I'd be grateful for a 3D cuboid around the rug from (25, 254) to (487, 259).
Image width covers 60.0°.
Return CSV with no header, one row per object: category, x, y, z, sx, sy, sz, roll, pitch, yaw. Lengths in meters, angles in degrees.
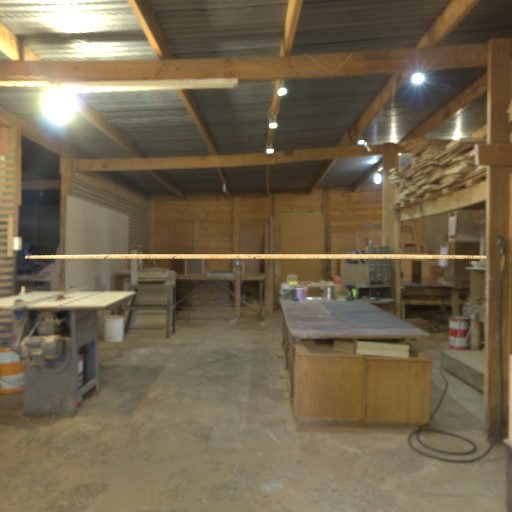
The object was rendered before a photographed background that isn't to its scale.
rug,0.000,0.000,2.962,2.292,0.014,1.528,0,0,0
